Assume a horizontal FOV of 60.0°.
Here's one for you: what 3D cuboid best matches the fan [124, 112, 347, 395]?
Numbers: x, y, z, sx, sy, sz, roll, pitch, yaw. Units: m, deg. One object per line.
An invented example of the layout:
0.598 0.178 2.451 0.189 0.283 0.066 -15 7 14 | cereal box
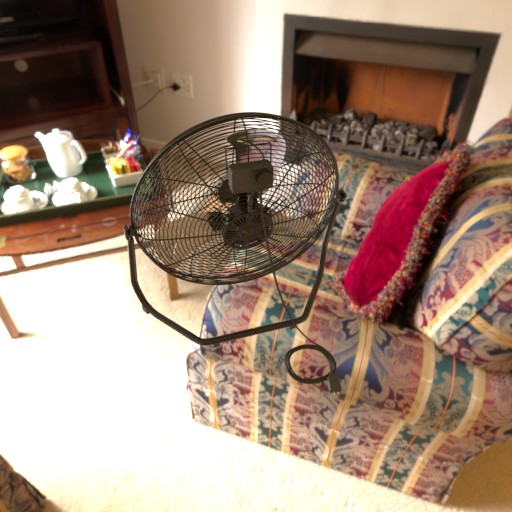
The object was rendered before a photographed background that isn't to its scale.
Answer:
0.000 0.000 0.943 0.555 0.546 0.424 -11 42 -13 | fan
